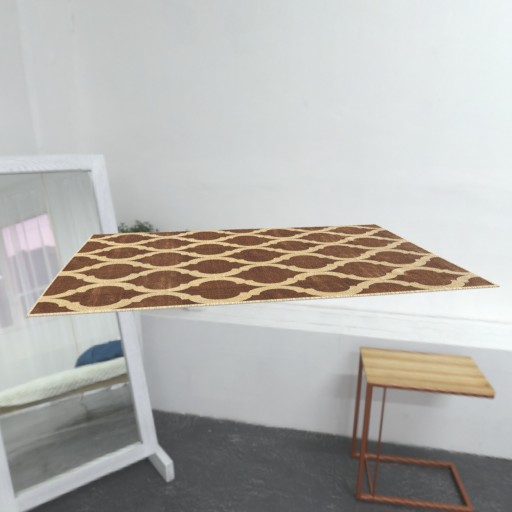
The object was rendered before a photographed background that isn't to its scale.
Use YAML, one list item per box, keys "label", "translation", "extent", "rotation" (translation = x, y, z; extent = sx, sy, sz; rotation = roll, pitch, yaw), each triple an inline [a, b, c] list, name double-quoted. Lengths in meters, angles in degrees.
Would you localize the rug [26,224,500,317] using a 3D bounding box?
- label: "rug"
  translation: [0.000, 0.000, 2.801]
  extent: [2.284, 0.008, 1.522]
  rotation: [-3, 17, -9]
